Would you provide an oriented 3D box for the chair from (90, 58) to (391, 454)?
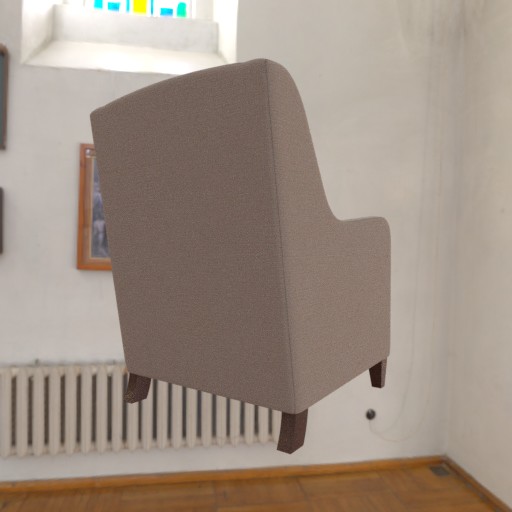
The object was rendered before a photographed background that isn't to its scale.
[{"bbox_3d":[0.000,0.000,1.601,0.715,1.017,0.896,1,1,36],"label":"chair"}]
